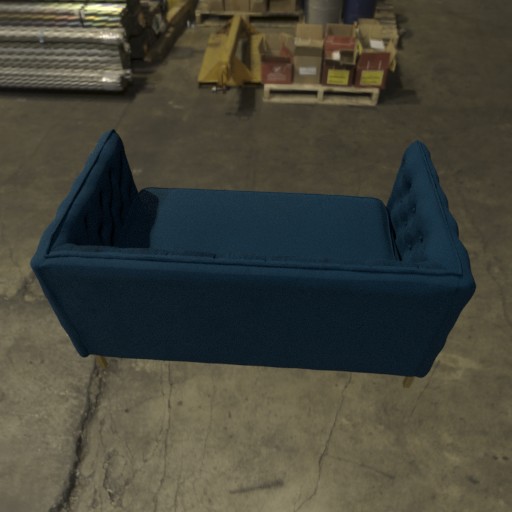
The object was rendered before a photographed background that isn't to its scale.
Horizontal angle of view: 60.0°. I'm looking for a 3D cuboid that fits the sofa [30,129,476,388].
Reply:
[{"bbox_3d":[0.000,0.000,2.083,1.583,0.810,0.909,3,47,3],"label":"sofa"}]
